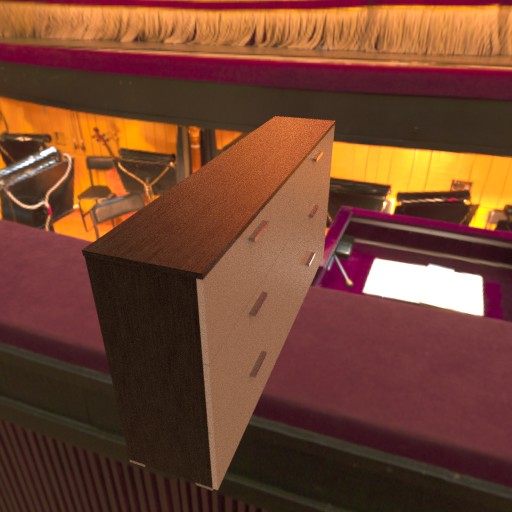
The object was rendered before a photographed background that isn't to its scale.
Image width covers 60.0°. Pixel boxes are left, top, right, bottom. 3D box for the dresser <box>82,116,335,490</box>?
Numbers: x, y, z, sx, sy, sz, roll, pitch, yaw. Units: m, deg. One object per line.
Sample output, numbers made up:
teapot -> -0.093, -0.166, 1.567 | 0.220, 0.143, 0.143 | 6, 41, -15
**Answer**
dresser -> 0.000, 0.000, 1.829 | 0.333, 0.790, 1.535 | 10, 31, 17
